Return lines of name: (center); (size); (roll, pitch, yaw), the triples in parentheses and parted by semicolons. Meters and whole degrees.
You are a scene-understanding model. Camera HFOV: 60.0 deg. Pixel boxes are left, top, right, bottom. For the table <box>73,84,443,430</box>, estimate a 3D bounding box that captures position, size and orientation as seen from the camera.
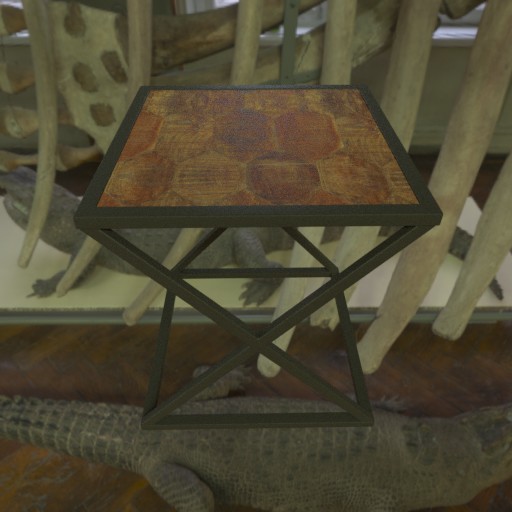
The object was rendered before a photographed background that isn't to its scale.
table: (0.000, 0.000, 0.968); (0.500, 0.565, 0.500); (-1, 40, -1)
